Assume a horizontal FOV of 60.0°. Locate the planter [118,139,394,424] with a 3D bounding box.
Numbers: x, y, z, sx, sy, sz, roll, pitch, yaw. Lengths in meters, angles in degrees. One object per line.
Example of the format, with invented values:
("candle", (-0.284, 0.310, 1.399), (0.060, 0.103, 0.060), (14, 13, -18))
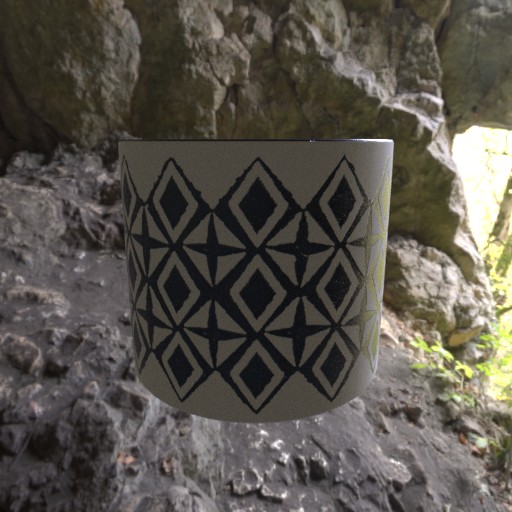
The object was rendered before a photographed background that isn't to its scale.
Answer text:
("planter", (0.000, 0.000, 0.324), (0.182, 0.165, 0.182), (0, 15, 0))
